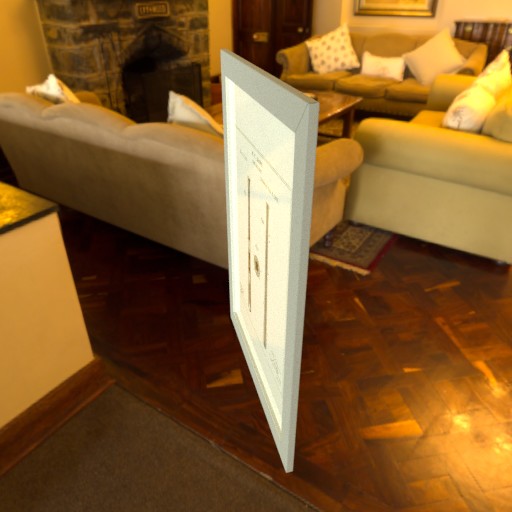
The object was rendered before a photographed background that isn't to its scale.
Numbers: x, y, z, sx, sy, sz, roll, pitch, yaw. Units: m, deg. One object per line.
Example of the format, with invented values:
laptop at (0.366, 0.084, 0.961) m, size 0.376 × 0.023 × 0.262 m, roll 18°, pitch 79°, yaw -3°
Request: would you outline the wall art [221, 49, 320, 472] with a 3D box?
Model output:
wall art at (0.000, 0.000, 0.670) m, size 0.012 × 0.529 × 0.374 m, roll -8°, pitch 33°, yaw -13°
